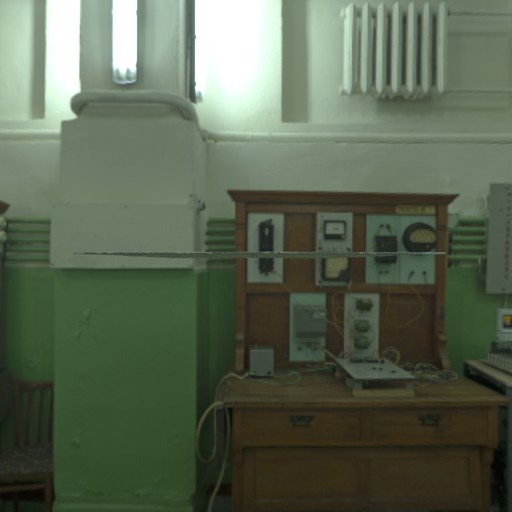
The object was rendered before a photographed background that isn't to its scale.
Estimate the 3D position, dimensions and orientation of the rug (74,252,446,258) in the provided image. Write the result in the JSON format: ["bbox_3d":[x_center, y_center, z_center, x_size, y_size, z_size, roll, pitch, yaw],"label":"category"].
[{"bbox_3d":[0.000,0.000,2.218,1.148,0.010,1.754,0,-1,-1],"label":"rug"}]
